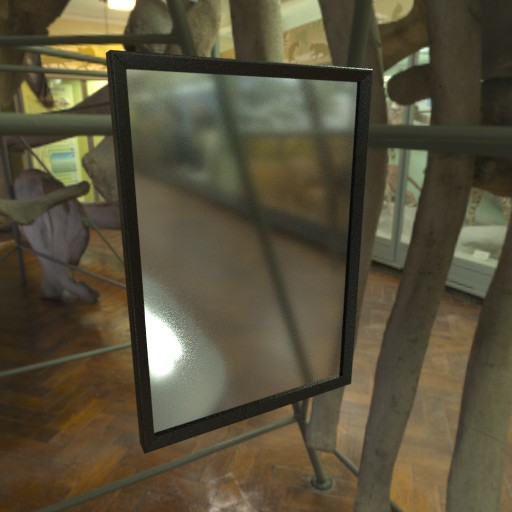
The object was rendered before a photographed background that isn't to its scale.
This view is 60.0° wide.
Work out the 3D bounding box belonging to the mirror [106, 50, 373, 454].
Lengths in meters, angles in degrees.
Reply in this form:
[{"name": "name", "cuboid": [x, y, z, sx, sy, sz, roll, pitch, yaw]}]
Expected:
[{"name": "mirror", "cuboid": [0.000, 0.000, 0.880, 0.507, 0.710, 0.039, -9, 18, -27]}]
